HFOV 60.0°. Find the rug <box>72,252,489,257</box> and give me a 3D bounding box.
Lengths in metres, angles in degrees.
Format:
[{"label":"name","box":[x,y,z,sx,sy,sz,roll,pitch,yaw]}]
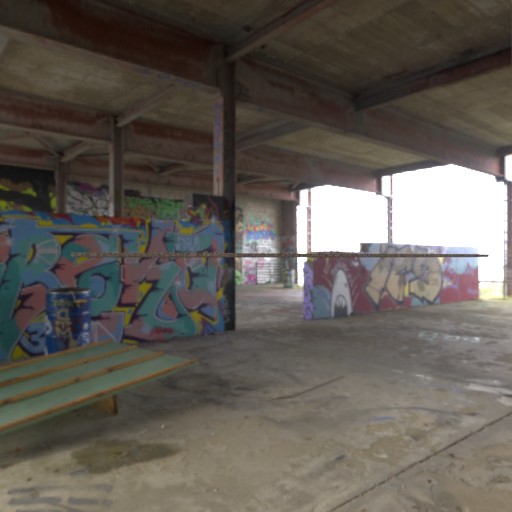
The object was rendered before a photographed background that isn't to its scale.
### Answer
[{"label":"rug","box":[0.000,0.000,4.084,3.000,0.025,2.400,0,0,-19]}]
